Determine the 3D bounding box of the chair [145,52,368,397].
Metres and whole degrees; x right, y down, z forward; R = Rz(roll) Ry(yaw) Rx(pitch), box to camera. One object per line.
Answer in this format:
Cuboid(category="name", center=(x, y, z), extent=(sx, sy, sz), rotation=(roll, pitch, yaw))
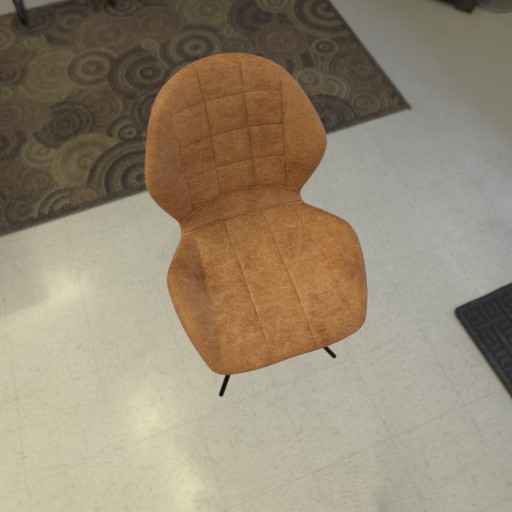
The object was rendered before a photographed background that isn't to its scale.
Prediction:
Cuboid(category="chair", center=(0.000, 0.000, 1.310), extent=(0.527, 0.929, 0.640), rotation=(-16, 64, -8))
